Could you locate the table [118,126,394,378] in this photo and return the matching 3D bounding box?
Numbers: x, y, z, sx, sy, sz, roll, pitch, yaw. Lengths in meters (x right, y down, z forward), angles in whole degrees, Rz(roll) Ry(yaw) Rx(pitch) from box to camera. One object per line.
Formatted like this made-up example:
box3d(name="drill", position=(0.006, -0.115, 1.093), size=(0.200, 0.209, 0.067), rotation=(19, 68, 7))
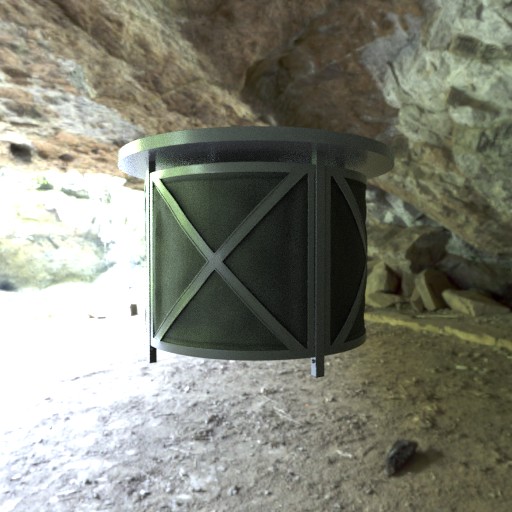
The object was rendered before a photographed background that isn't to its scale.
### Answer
box3d(name="table", position=(0.000, 0.000, 1.540), size=(0.914, 0.650, 0.914), rotation=(0, 1, 0))
